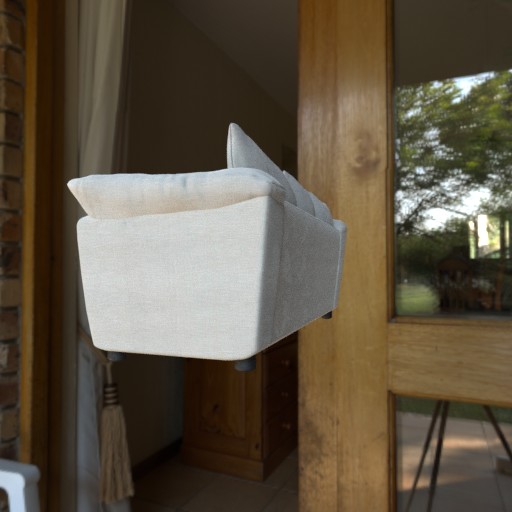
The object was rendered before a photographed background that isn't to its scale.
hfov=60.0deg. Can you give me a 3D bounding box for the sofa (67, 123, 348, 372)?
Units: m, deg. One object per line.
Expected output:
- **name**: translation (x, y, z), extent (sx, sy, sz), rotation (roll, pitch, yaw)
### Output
- **sofa**: translation (0.000, 0.000, 2.790), extent (0.893, 0.981, 2.377), rotation (0, -2, 19)
